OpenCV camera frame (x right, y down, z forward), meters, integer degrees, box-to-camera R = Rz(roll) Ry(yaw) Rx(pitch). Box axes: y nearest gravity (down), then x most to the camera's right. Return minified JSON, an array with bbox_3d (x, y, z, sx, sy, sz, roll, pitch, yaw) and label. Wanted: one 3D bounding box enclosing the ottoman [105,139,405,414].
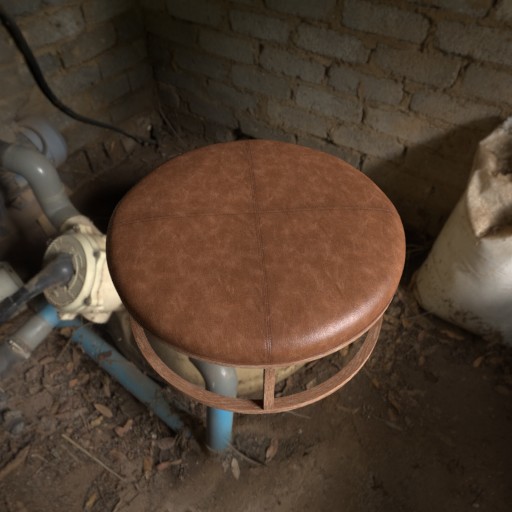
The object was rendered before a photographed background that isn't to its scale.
[{"bbox_3d":[0.000,0.000,1.625,1.006,0.445,1.006,0,48,0],"label":"ottoman"}]
